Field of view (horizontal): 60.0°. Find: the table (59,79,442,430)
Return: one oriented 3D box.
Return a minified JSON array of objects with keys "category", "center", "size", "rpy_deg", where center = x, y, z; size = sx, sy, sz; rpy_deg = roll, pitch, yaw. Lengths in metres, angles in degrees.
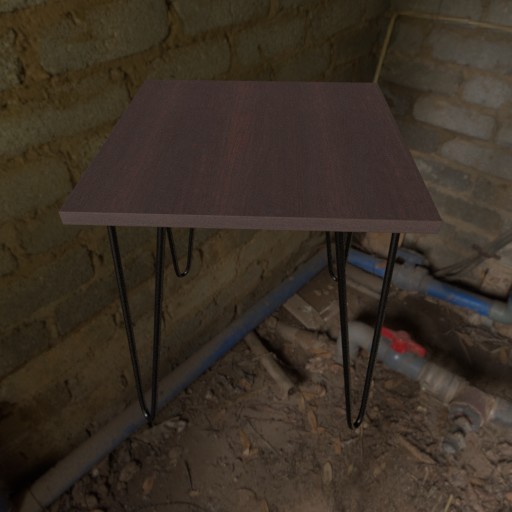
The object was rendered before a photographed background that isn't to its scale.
[{"category":"table","center":[0.000,0.000,0.940],"size":[0.495,0.559,0.495],"rpy_deg":[2,41,2]}]
